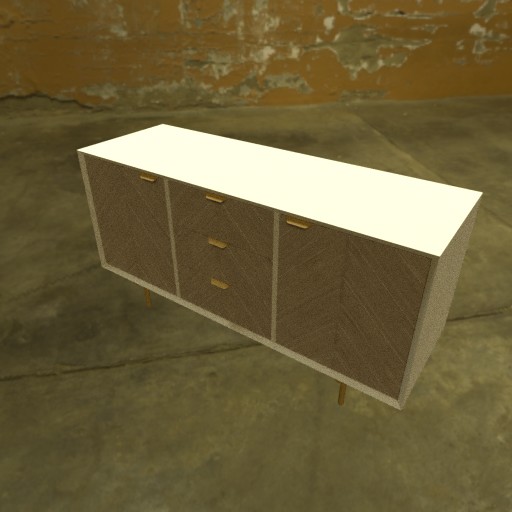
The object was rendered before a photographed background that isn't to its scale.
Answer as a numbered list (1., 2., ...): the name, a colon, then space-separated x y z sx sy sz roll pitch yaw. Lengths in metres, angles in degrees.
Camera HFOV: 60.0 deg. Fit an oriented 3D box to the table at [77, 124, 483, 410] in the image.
1. table: 0.000 0.000 1.876 1.500 0.769 0.508 20 37 29
